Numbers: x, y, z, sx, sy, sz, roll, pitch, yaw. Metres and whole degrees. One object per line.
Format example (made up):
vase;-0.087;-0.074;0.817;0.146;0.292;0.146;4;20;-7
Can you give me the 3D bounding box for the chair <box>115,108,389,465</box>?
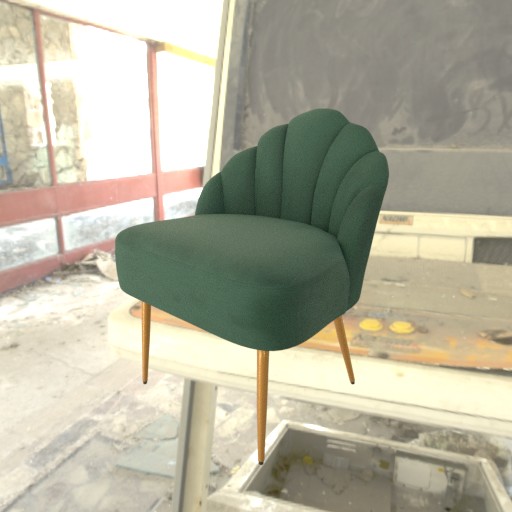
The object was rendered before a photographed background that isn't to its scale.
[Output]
chair;0.000;0.000;1.257;0.657;0.819;0.599;14;21;43
